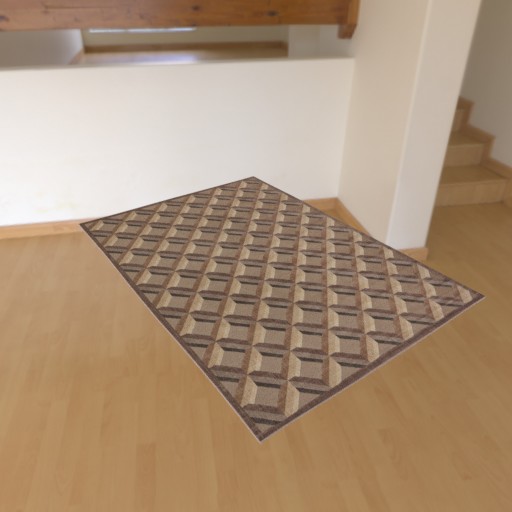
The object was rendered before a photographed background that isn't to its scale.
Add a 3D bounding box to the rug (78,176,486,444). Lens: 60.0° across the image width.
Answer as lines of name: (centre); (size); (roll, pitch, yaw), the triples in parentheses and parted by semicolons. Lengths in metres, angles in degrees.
rug: (0.000, 0.000, 2.895); (1.600, 0.013, 2.260); (-21, 38, -30)
